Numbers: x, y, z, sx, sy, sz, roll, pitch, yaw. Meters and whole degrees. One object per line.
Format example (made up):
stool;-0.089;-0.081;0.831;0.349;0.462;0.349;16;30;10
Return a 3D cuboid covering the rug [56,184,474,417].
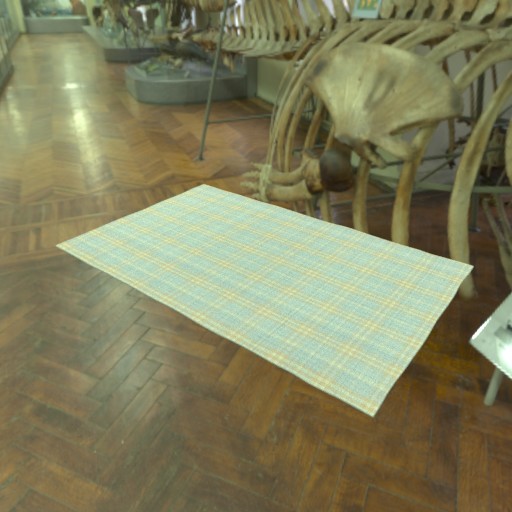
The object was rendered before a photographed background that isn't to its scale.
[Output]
rug;0.000;0.000;3.054;2.460;0.016;1.545;21;36;32
